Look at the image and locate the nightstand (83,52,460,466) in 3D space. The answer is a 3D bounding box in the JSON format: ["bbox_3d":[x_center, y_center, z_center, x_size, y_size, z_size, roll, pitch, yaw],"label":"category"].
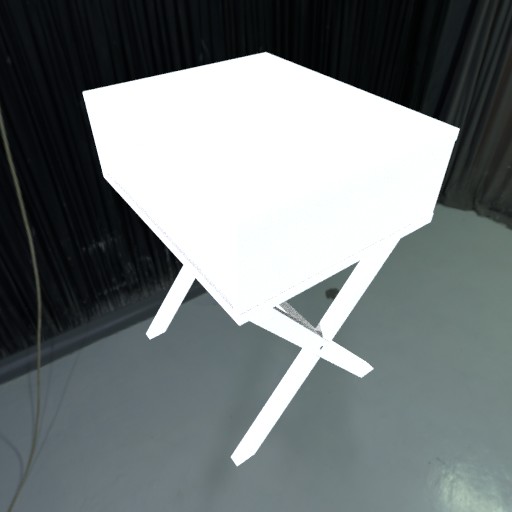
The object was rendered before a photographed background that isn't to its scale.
[{"bbox_3d":[0.000,0.000,0.916,0.402,0.623,0.479,-25,46,-27],"label":"nightstand"}]
